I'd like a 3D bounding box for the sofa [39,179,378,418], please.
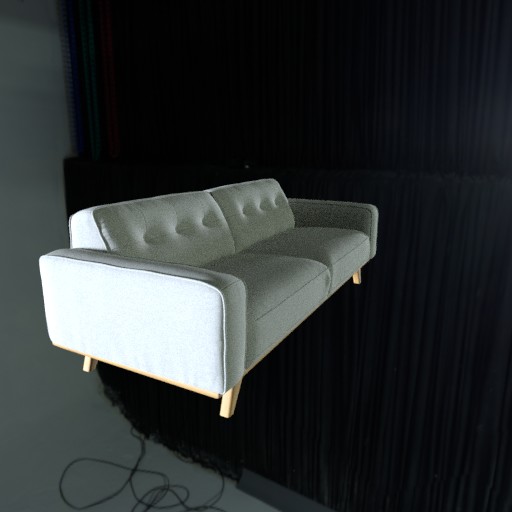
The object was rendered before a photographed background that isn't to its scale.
[{"bbox_3d":[0.000,0.000,2.673,0.956,0.781,2.270,8,16,27],"label":"sofa"}]
